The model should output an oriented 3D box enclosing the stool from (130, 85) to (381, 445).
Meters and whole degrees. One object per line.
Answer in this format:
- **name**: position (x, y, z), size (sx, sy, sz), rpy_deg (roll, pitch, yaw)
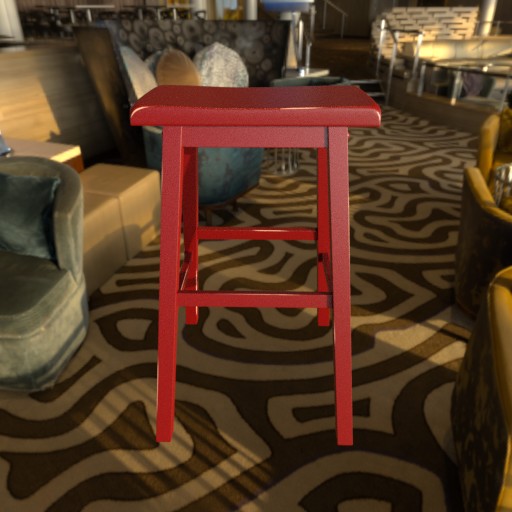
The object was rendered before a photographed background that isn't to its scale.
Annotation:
- **stool**: position (0.000, 0.000, 1.059), size (0.457, 0.737, 0.476), rpy_deg (1, 29, 1)
